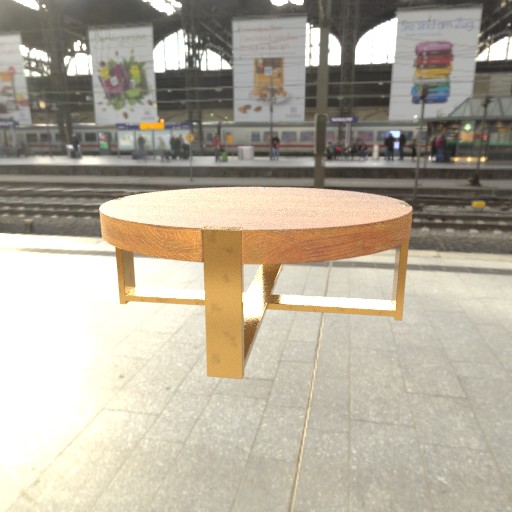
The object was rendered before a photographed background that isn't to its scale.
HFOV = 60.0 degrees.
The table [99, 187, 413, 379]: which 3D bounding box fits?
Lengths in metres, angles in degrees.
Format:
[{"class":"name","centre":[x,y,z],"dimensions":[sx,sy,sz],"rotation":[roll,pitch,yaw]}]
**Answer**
[{"class":"table","centre":[0.000,0.000,1.704],"dimensions":[1.100,0.420,1.100],"rotation":[0,14,0]}]
